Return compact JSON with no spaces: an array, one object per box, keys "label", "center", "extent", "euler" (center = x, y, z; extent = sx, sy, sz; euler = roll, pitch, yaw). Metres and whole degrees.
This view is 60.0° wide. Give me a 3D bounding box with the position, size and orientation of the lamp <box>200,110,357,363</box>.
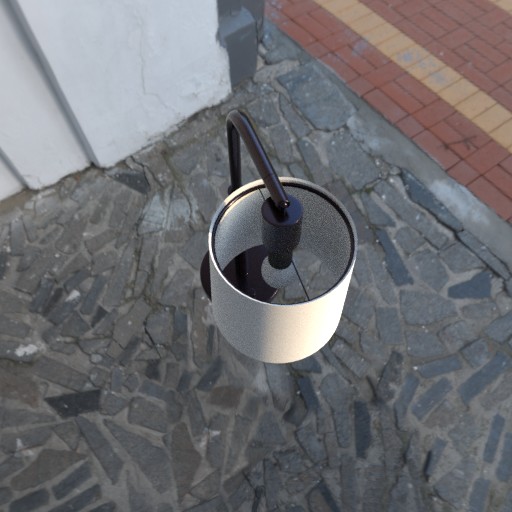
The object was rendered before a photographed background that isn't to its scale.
[{"label":"lamp","center":[0.000,0.000,0.643],"extent":[0.171,0.489,0.333],"euler":[-18,65,-9]}]
